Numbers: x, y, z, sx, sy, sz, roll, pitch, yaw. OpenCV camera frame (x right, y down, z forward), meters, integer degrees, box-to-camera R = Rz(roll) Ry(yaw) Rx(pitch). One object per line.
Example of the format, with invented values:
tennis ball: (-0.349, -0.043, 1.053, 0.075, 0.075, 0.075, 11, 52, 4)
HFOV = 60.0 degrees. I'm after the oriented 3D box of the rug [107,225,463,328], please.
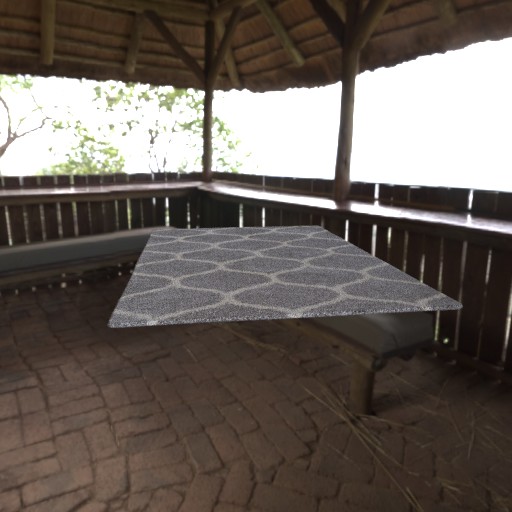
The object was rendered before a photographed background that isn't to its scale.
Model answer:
rug: (0.000, 0.000, 3.478, 1.801, 0.026, 2.701, -2, 13, -8)
